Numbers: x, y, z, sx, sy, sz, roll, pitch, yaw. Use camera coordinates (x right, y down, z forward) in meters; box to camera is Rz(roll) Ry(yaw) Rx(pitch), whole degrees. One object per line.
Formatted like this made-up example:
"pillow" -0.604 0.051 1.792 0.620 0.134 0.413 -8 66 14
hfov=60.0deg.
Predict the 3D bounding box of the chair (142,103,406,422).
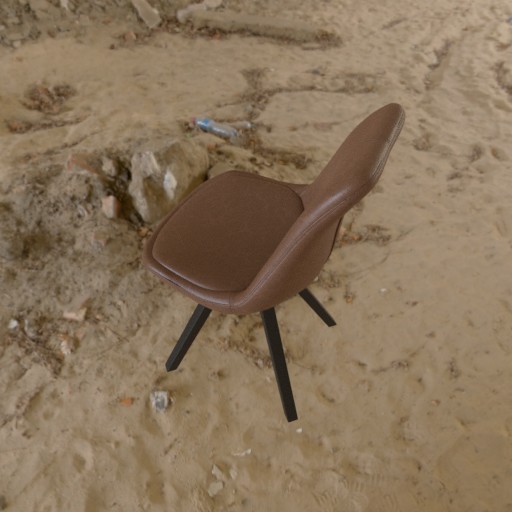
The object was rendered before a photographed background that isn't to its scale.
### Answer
"chair" 0.000 0.000 1.177 0.550 0.850 0.475 19 49 17
